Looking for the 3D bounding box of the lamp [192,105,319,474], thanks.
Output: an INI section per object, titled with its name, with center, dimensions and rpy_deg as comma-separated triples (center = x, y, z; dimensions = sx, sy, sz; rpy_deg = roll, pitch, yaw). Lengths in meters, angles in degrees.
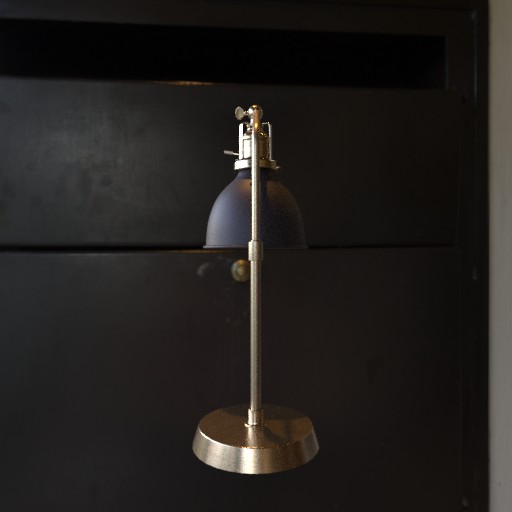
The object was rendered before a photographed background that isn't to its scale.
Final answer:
[lamp]
center = 0.000, 0.000, 0.610
dimensions = 0.160, 0.456, 0.291
rpy_deg = 0, 0, 0
